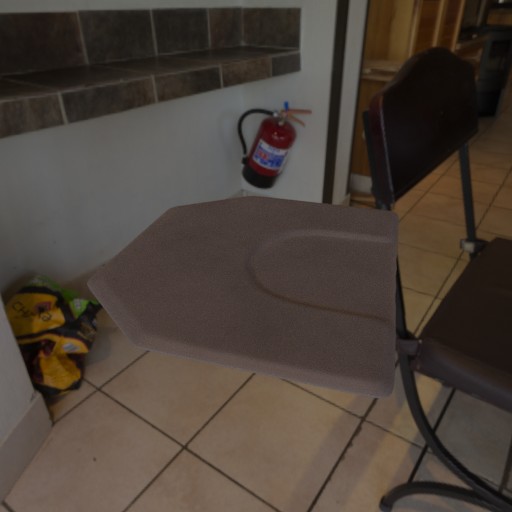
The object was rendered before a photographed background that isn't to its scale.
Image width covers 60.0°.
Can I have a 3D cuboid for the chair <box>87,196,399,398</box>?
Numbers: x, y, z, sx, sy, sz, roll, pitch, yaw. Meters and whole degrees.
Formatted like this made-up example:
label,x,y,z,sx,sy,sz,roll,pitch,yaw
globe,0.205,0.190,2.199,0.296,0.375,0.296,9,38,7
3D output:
label,x,y,z,sx,sy,sz,roll,pitch,yaw
chair,0.000,0.000,1.982,1.219,0.024,1.372,8,31,14
